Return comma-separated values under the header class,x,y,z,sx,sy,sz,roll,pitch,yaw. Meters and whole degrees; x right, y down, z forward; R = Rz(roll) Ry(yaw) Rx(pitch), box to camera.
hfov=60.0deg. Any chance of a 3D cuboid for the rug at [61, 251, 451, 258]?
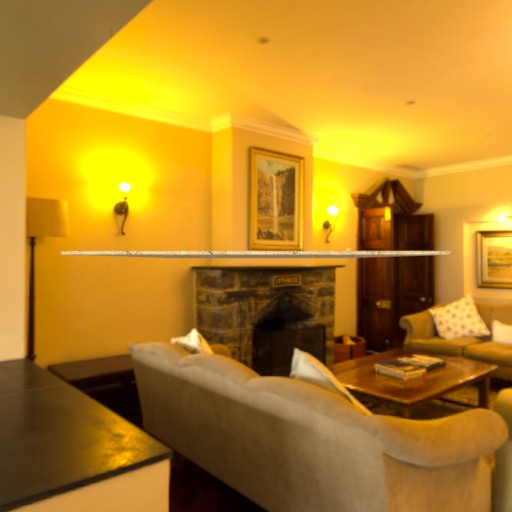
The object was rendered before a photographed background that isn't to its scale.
class,x,y,z,sx,sy,sz,roll,pitch,yaw
rug,0.000,0.000,2.877,1.528,0.014,2.292,0,-1,0
